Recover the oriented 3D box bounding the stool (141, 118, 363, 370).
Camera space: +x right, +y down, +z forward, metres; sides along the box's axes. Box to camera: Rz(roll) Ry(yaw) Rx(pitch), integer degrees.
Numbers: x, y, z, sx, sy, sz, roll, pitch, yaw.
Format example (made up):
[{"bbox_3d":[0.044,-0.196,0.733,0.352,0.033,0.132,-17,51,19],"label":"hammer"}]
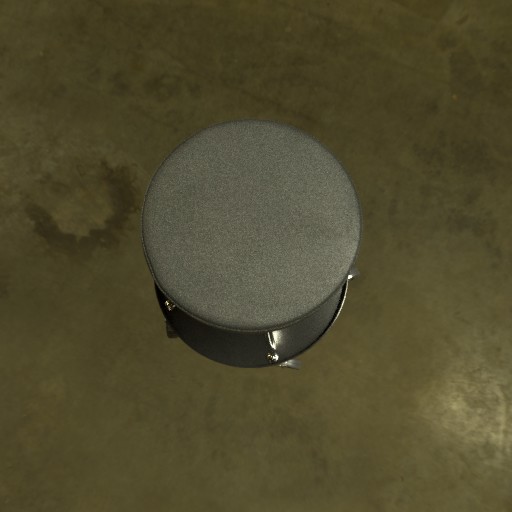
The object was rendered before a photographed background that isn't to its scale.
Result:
[{"bbox_3d":[0.000,0.000,0.706,0.382,0.365,0.381,-17,76,-5],"label":"stool"}]
